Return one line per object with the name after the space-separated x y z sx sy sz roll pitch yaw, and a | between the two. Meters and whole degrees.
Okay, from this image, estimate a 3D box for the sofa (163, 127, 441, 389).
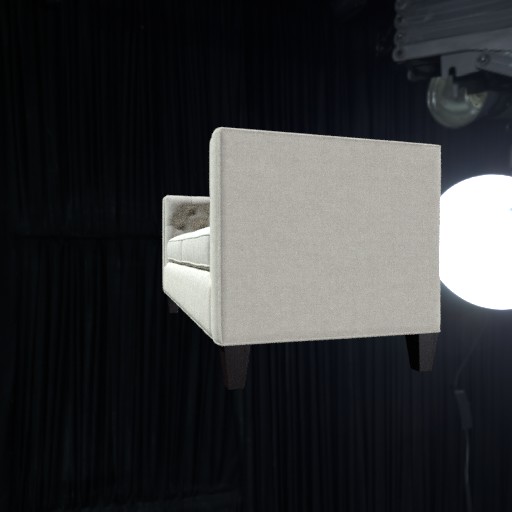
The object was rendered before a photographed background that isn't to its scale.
0.000 0.000 2.216 0.775 0.762 1.778 0 1 -17 | sofa
